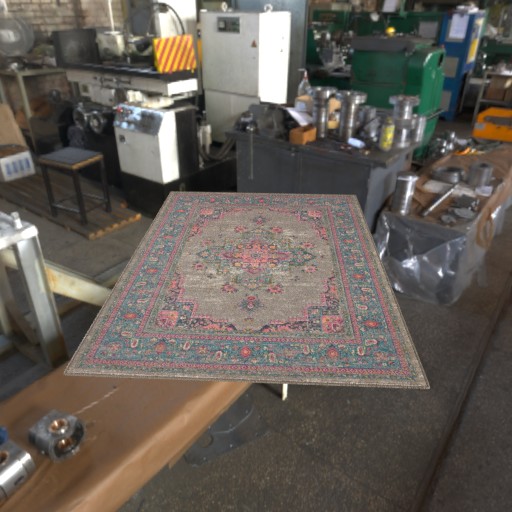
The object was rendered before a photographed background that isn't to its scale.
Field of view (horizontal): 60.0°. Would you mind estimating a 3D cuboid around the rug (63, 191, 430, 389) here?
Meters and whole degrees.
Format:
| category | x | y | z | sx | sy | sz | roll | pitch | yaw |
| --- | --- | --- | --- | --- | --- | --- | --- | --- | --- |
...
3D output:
| category | x | y | z | sx | sy | sz | roll | pitch | yaw |
| --- | --- | --- | --- | --- | --- | --- | --- | --- | --- |
| rug | 0.000 | 0.000 | 2.891 | 1.609 | 0.013 | 2.214 | 1 | 30 | 3 |
